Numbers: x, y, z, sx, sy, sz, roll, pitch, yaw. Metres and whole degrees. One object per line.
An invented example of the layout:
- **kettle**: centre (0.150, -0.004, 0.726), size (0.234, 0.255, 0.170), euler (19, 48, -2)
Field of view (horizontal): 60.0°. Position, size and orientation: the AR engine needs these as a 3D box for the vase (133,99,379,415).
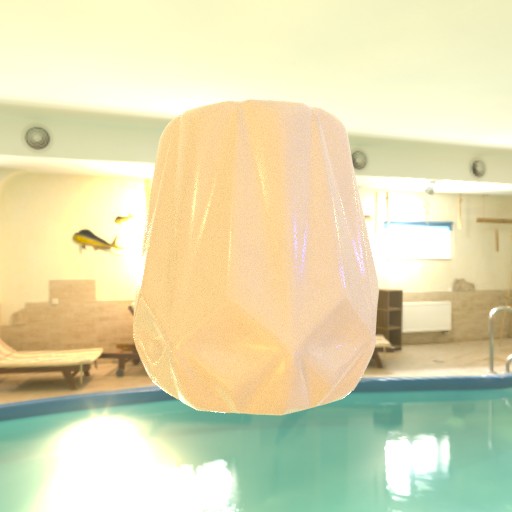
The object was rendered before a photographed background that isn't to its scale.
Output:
- **vase**: centre (0.000, 0.000, 0.262), size (0.141, 0.152, 0.141), euler (0, 0, 0)
